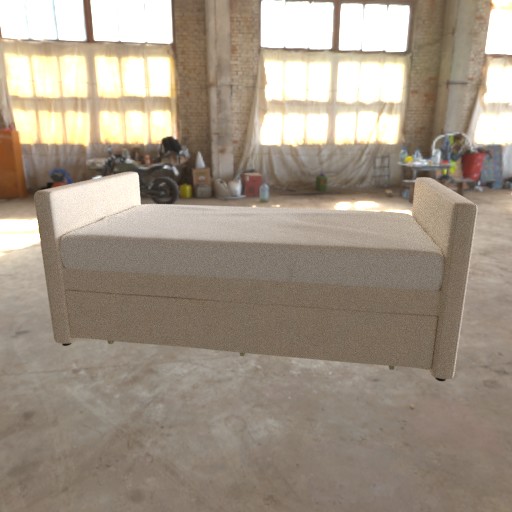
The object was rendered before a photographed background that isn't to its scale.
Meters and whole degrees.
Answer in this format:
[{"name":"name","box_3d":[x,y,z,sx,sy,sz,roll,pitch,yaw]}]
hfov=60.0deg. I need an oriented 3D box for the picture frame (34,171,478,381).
[{"name":"picture frame","box_3d":[0.000,0.000,2.729,2.161,0.891,1.069,3,17,10]}]
